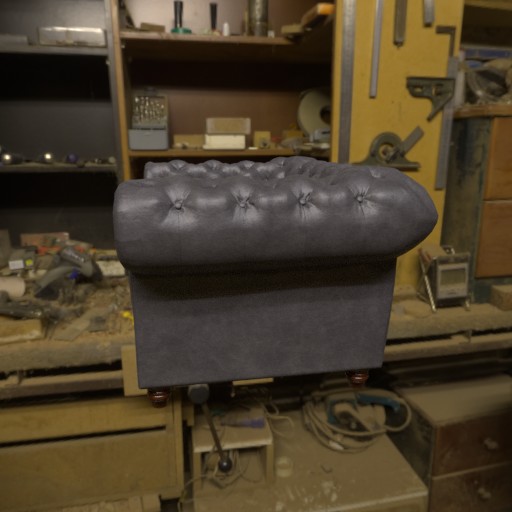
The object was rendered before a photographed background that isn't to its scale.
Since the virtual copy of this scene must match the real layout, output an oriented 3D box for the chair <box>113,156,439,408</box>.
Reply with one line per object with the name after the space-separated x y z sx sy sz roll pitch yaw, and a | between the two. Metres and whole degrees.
0.000 0.000 1.846 0.943 0.780 1.298 -2 15 -9 | chair
